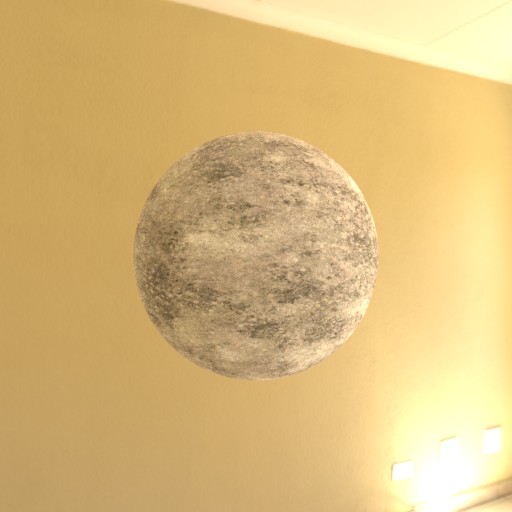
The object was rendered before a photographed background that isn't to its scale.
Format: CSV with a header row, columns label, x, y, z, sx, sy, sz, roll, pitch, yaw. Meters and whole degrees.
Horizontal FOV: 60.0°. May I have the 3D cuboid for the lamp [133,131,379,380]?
label,x,y,z,sx,sy,sz,roll,pitch,yaw
lamp,0.000,0.000,0.791,0.422,0.429,0.422,0,1,0
